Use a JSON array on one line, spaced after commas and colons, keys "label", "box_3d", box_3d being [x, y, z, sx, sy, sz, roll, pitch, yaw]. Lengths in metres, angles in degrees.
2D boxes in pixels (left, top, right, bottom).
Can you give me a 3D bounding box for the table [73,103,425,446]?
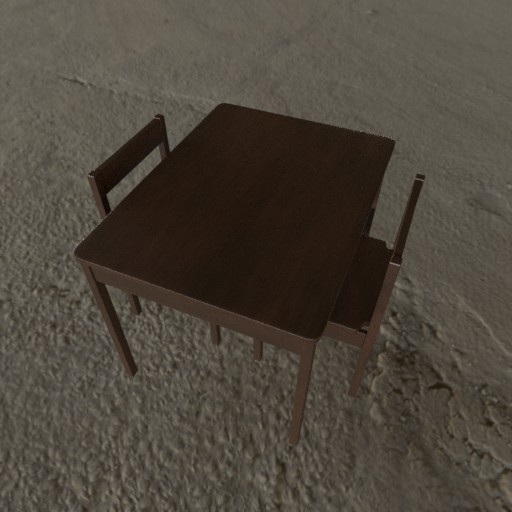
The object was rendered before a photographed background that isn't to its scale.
[{"label": "table", "box_3d": [0.000, 0.000, 1.131, 0.672, 0.503, 0.650, 17, 49, 16]}]
